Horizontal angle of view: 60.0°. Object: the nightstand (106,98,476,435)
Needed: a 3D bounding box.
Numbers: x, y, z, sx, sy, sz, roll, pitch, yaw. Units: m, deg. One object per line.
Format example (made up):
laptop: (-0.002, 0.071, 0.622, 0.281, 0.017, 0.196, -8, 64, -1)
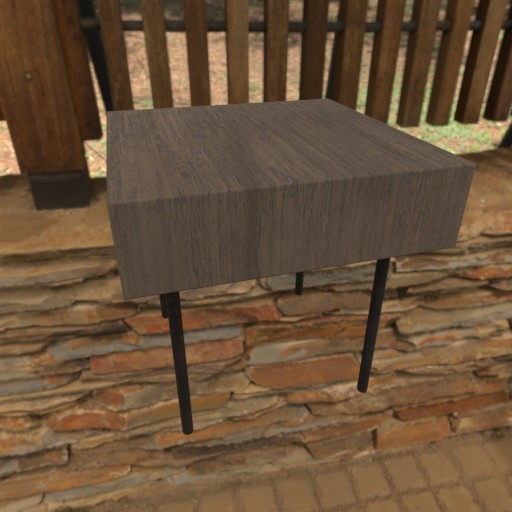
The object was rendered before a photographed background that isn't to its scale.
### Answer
nightstand: (0.000, 0.000, 0.896, 0.503, 0.497, 0.502, -8, 31, -14)
